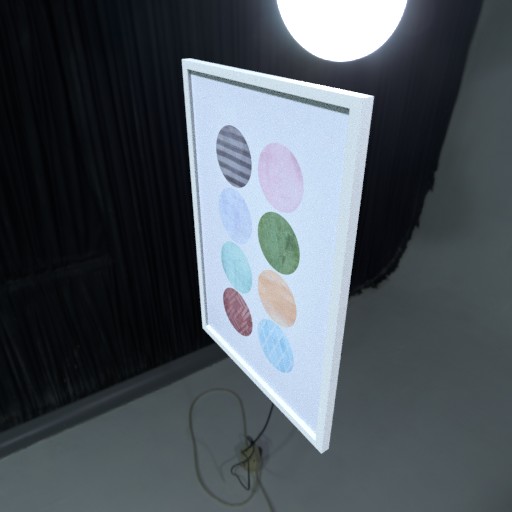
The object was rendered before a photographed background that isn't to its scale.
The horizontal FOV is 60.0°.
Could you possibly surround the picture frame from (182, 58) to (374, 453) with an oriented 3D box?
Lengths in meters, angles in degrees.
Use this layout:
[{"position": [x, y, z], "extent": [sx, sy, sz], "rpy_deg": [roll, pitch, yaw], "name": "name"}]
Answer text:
[{"position": [0.000, 0.000, 0.565], "extent": [0.013, 0.434, 0.305], "rpy_deg": [-20, 36, -30], "name": "picture frame"}]
